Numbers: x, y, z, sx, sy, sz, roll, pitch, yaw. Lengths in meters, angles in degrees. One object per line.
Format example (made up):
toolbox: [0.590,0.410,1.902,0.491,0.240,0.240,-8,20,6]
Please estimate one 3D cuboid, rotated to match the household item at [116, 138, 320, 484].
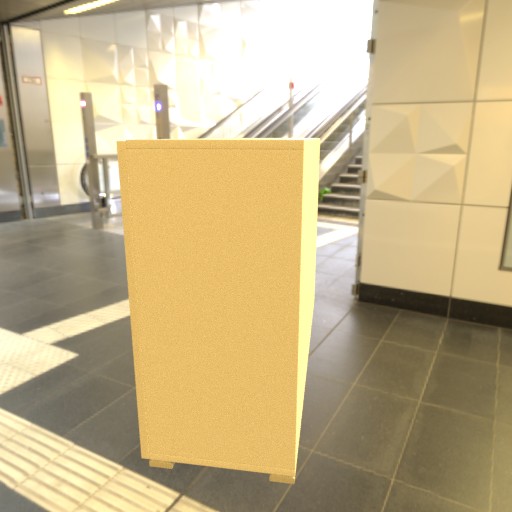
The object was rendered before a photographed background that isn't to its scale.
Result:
household item: [0.000,0.000,1.693,0.420,0.867,1.300,2,15,9]
